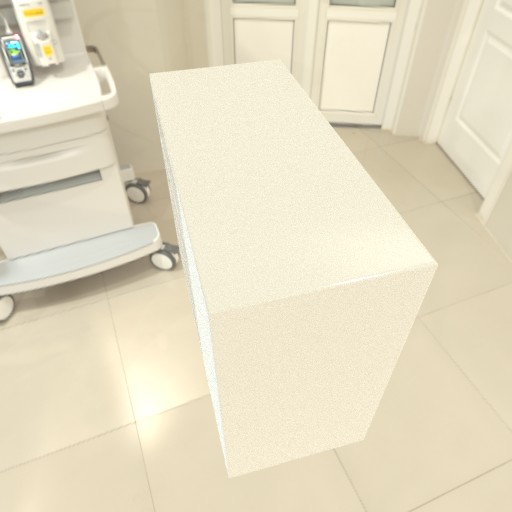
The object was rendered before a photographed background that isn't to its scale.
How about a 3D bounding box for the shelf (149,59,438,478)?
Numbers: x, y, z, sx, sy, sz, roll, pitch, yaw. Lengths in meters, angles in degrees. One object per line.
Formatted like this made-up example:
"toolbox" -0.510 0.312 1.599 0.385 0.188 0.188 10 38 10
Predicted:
"shelf" 0.000 0.000 1.275 0.396 0.732 0.895 -11 47 -11
